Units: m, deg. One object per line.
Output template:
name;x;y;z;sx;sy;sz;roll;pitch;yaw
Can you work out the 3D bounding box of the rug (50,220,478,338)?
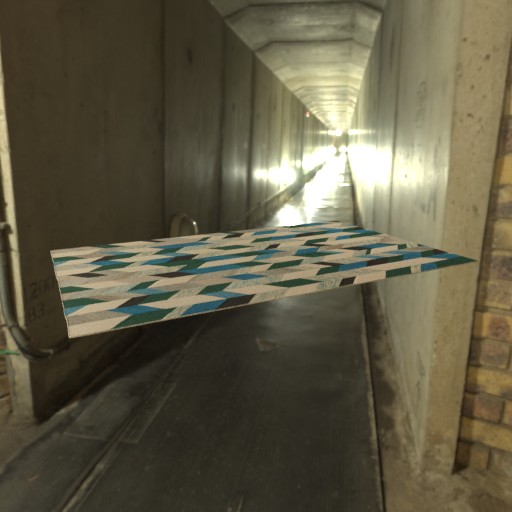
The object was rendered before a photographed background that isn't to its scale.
rug;0.000;0.000;2.947;2.433;0.007;1.507;-8;17;-26
